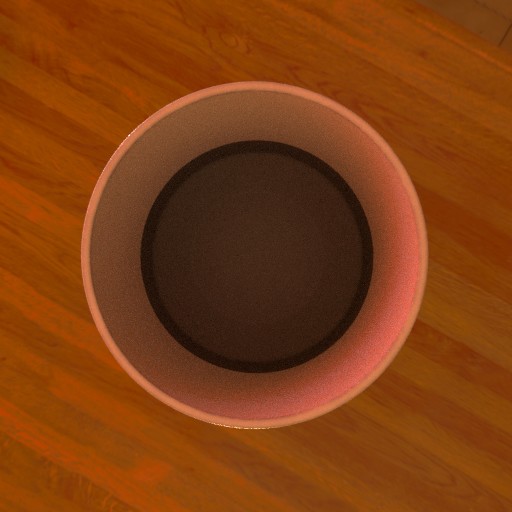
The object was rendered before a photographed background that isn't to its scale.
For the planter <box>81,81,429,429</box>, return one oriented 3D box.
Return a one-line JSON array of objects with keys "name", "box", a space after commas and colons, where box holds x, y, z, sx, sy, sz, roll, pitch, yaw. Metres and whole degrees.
[{"name": "planter", "box": [0.000, 0.000, 0.216, 0.128, 0.105, 0.128, 0, 89, 1]}]
